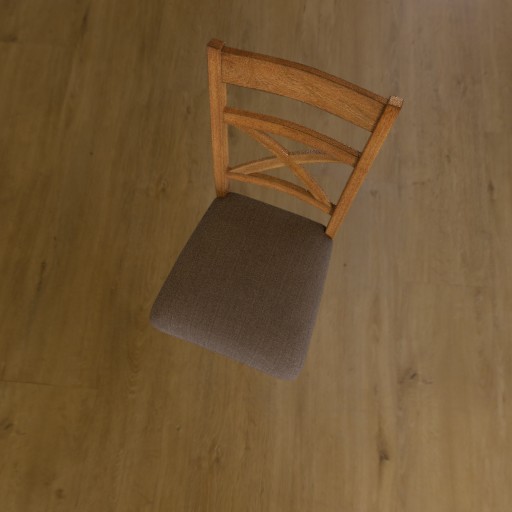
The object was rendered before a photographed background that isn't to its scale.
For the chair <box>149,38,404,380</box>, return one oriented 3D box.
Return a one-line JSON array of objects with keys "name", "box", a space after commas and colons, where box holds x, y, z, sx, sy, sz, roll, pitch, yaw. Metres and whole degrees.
[{"name": "chair", "box": [0.000, 0.000, 1.265, 0.470, 0.949, 0.581, 20, 75, 6]}]
